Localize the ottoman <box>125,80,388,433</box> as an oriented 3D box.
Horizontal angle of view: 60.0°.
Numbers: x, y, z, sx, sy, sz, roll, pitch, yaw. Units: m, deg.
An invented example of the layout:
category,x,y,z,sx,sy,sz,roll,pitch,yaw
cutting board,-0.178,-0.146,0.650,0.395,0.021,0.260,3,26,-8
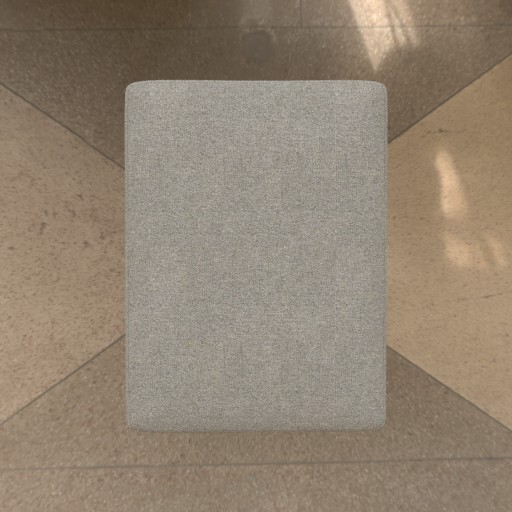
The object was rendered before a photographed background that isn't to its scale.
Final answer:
category,x,y,z,sx,sy,sz,roll,pitch,yaw
ottoman,0.000,0.000,1.189,0.611,0.441,0.821,0,91,-1
